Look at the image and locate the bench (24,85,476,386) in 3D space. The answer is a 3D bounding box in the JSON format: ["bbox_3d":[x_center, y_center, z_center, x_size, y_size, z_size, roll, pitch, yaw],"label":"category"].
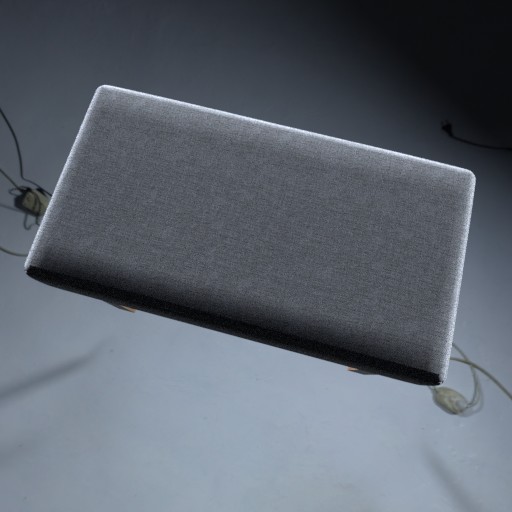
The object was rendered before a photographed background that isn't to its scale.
[{"bbox_3d":[0.000,0.000,0.936,0.681,0.467,0.366,14,76,4],"label":"bench"}]
